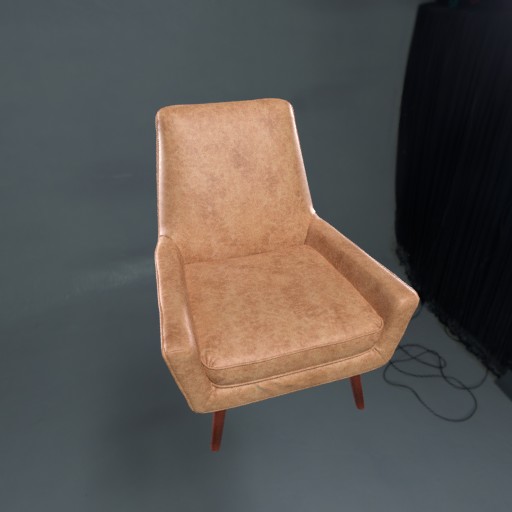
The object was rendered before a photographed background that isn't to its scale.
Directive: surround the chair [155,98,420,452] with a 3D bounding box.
[{"bbox_3d":[0.000,0.000,1.534,0.753,0.883,0.851,-10,33,-15],"label":"chair"}]
